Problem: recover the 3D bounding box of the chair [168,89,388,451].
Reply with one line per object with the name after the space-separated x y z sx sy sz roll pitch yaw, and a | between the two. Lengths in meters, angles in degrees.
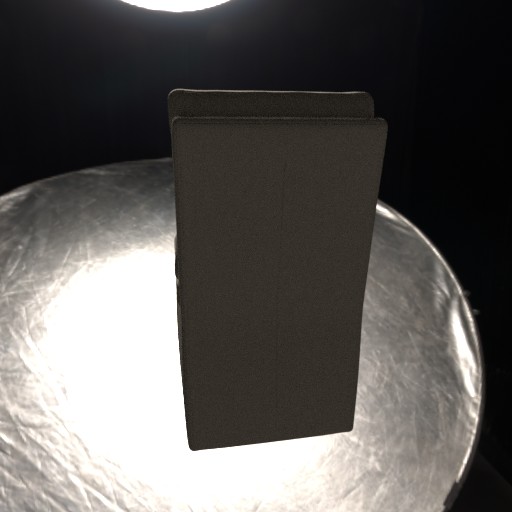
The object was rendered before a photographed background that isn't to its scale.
0.000 0.000 1.368 0.503 0.927 0.698 -3 16 -10 | chair
